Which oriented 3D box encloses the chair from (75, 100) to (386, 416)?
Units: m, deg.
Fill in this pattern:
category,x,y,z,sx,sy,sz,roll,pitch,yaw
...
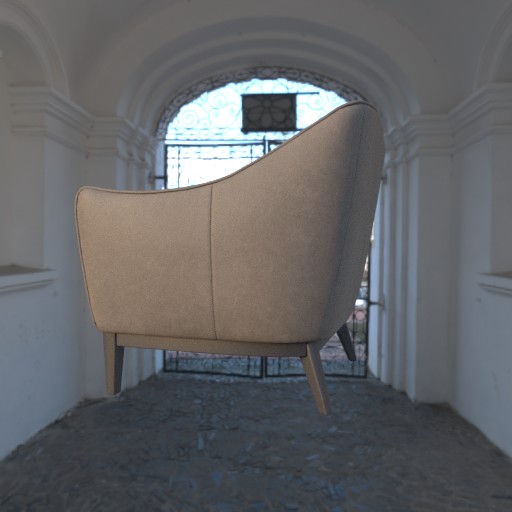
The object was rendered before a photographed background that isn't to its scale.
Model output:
category,x,y,z,sx,sy,sz,roll,pitch,yaw
chair,0.000,0.000,1.553,0.852,0.830,0.871,0,1,19
